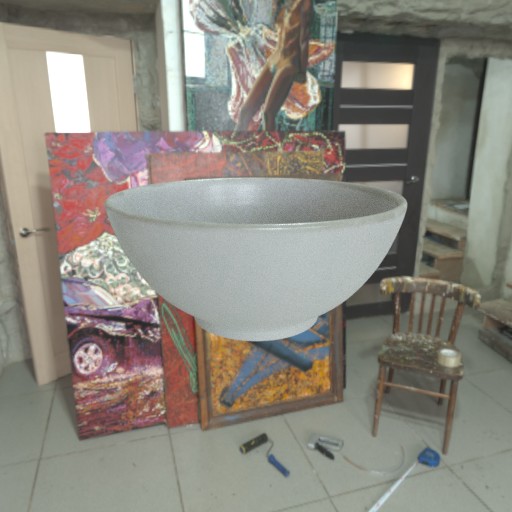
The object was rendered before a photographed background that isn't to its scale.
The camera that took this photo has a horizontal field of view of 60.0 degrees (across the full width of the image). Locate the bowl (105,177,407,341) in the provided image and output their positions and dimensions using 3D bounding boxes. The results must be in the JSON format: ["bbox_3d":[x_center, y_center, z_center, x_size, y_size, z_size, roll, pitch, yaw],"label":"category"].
[{"bbox_3d":[0.000,0.000,0.429,0.268,0.121,0.268,0,17,0],"label":"bowl"}]
